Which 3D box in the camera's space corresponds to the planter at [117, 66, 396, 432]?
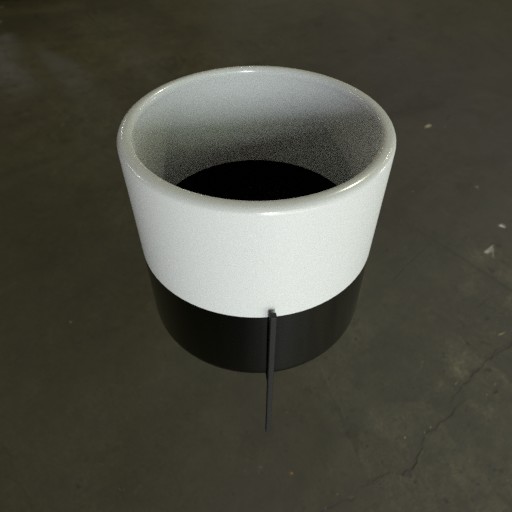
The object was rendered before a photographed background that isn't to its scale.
[{"bbox_3d":[0.000,0.000,0.641,0.310,0.432,0.310,30,53,26],"label":"planter"}]
